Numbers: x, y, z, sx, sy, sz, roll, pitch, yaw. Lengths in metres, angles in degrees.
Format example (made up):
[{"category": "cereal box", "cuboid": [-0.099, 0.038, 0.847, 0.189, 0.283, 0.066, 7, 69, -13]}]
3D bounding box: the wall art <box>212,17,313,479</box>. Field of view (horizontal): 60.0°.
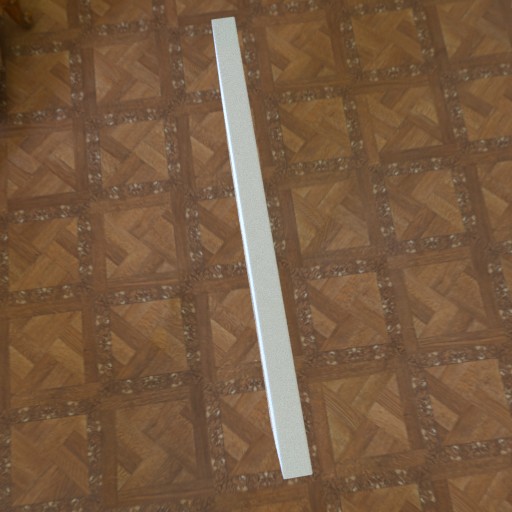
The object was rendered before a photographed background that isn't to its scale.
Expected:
[{"category": "wall art", "cuboid": [0.000, 0.000, 1.142, 0.050, 0.610, 0.914, -9, 77, -2]}]
